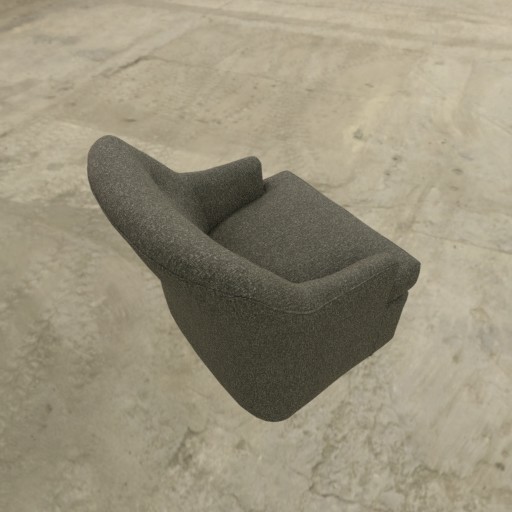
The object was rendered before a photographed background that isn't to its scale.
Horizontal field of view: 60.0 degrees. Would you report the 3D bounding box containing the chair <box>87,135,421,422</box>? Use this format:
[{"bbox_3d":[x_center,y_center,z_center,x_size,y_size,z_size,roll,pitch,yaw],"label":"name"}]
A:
[{"bbox_3d":[0.000,0.000,1.587,0.923,0.856,0.864,-26,49,-25],"label":"chair"}]
